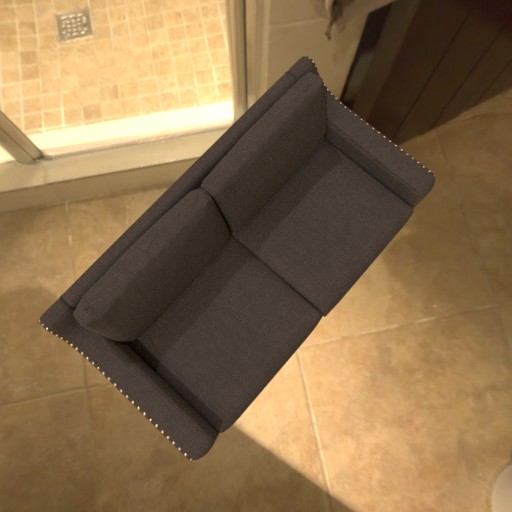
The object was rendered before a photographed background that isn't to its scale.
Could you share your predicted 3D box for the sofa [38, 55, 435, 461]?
[{"bbox_3d":[0.000,0.000,3.216,1.336,1.196,2.550,41,79,9],"label":"sofa"}]
